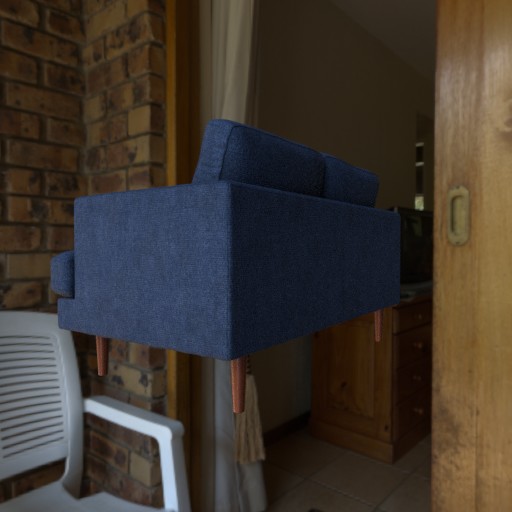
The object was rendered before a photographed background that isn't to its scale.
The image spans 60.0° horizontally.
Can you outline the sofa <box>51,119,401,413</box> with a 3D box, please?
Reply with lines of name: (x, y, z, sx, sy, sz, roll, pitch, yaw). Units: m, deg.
sofa: (0.000, 0.000, 2.117, 0.903, 0.944, 1.582, 1, 2, 35)
